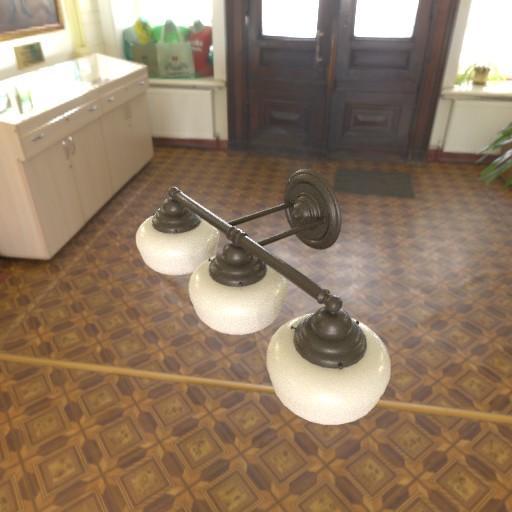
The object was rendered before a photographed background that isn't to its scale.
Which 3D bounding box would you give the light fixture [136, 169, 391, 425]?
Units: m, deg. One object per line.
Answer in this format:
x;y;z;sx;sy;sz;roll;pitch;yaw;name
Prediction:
0.000;0.000;0.735;0.239;0.242;0.587;-21;38;-30;light fixture
